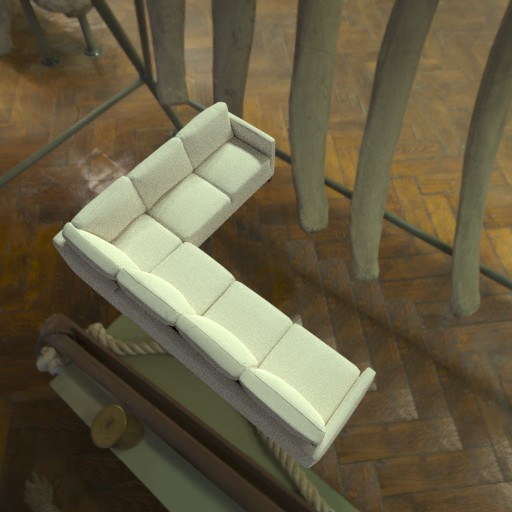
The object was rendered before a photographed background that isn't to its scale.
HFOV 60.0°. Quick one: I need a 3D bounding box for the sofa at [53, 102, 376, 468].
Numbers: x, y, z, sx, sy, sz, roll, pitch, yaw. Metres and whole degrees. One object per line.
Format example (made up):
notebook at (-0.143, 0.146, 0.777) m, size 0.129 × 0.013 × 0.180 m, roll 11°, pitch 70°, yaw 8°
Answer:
sofa at (0.000, 0.000, 4.659) m, size 3.302 × 0.947 × 2.593 m, roll 35°, pitch 65°, yaw 19°
